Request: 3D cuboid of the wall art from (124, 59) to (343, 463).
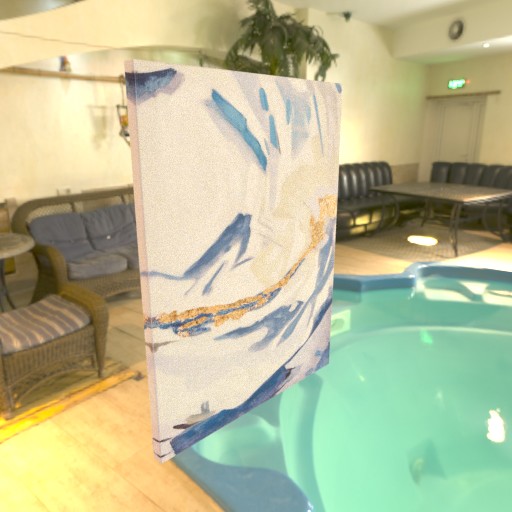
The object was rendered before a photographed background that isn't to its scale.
[{"bbox_3d":[0.000,0.000,1.331,0.761,1.015,0.038,-15,22,-43],"label":"wall art"}]
